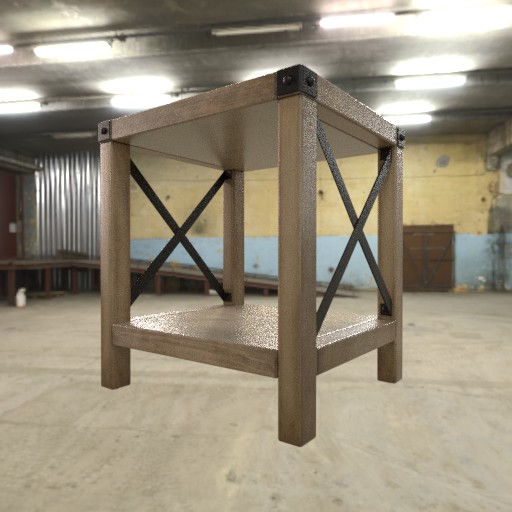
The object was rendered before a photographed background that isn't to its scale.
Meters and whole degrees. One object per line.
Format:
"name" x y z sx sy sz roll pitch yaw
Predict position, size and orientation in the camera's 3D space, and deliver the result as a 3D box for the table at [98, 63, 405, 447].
"table" 0.000 0.000 0.960 0.510 0.561 0.459 0 1 37
